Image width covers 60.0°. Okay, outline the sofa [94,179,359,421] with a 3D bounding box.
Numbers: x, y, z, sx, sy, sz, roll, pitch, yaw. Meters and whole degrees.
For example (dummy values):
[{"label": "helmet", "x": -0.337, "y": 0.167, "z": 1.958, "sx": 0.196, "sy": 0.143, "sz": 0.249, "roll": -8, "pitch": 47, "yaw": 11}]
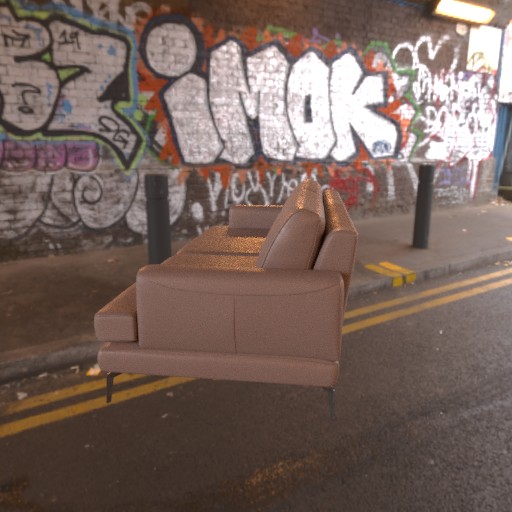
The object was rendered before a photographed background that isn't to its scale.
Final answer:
[{"label": "sofa", "x": 0.000, "y": 0.000, "z": 2.493, "sx": 0.974, "sy": 0.765, "sz": 1.940, "roll": 2, "pitch": 14, "yaw": 7}]
